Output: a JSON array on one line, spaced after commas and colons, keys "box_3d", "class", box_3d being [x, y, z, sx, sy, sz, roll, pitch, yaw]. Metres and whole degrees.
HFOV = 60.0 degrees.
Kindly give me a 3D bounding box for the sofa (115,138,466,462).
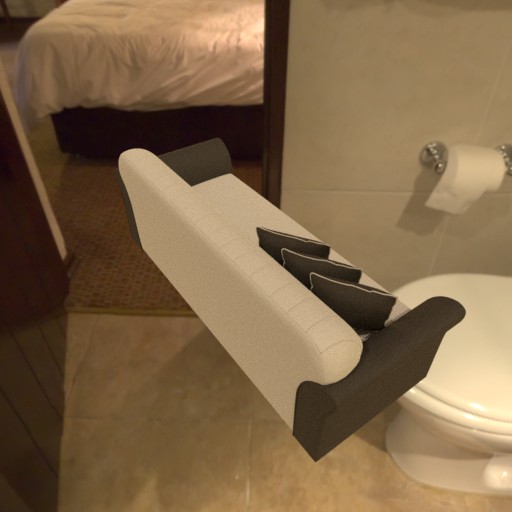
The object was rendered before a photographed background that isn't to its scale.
[{"box_3d": [0.000, 0.000, 2.443, 0.755, 0.787, 2.001, -25, 46, -26], "class": "sofa"}]
